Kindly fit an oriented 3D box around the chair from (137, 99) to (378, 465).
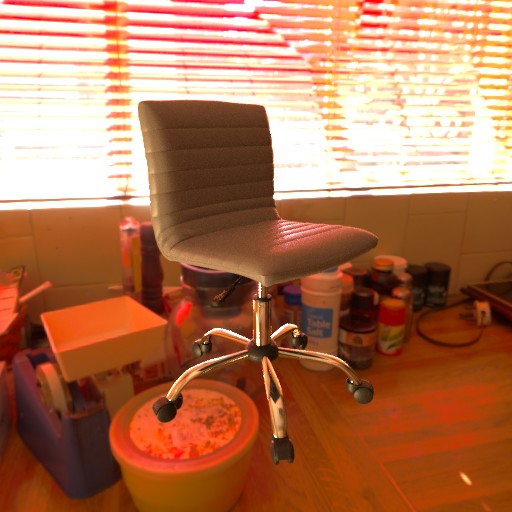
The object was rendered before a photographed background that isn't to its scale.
[{"bbox_3d":[0.000,0.000,1.111,0.569,0.750,0.542,-16,23,-42],"label":"chair"}]
